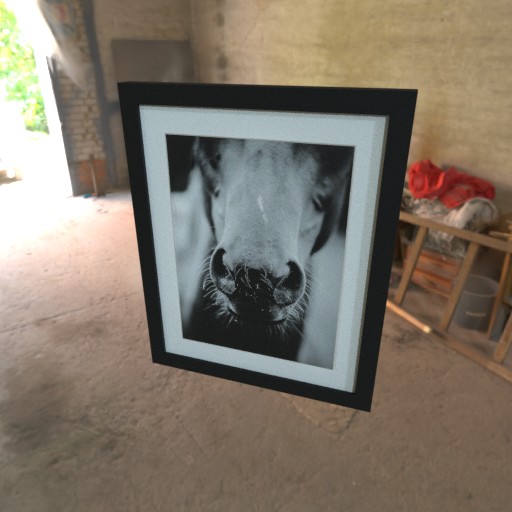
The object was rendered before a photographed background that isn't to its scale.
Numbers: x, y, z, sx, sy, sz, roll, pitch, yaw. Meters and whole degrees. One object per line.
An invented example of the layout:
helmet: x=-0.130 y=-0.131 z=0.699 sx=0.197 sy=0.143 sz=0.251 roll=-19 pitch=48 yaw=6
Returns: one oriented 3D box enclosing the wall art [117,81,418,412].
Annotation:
wall art: x=0.000 y=0.000 z=0.561 sx=0.329 sy=0.404 sz=0.024 roll=8 pitch=27 yaw=16
